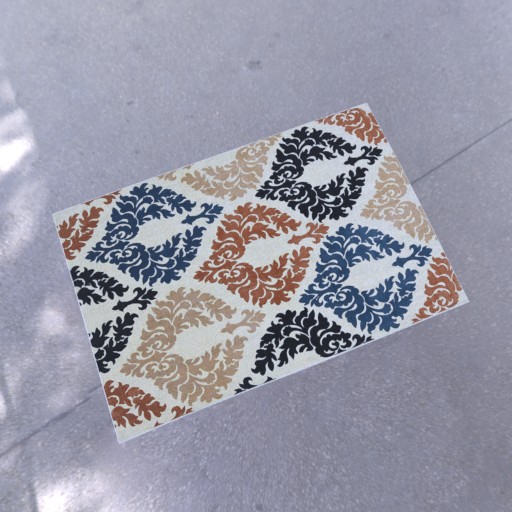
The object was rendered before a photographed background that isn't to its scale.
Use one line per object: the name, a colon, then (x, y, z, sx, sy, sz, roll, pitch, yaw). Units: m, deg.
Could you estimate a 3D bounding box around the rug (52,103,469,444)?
rug: (0.000, 0.000, 2.825, 2.275, 0.014, 1.514, -21, 76, -5)
